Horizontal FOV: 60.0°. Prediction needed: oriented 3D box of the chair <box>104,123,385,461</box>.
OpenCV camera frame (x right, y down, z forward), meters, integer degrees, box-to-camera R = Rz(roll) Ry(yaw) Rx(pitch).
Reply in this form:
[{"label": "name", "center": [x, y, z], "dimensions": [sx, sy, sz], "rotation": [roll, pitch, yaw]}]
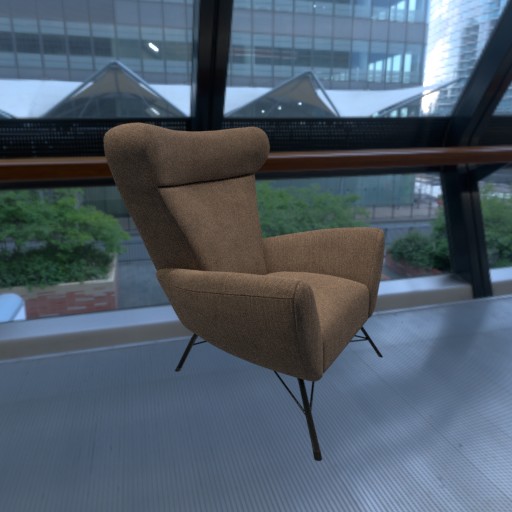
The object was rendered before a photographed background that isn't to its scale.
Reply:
[{"label": "chair", "center": [0.000, 0.000, 1.801], "dimensions": [0.900, 1.040, 0.980], "rotation": [8, 16, 28]}]
